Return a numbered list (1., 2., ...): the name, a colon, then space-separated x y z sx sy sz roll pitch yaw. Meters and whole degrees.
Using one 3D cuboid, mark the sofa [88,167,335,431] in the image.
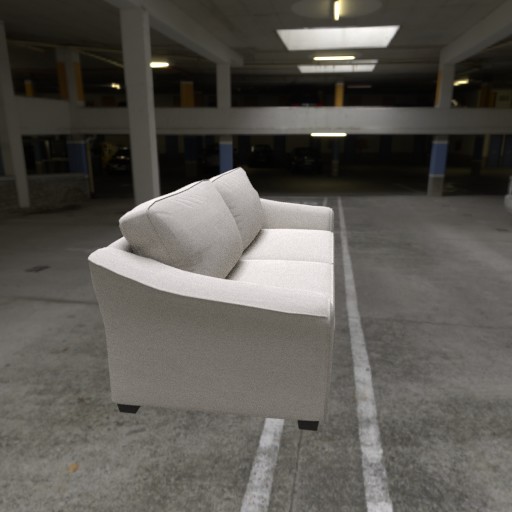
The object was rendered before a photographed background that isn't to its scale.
1. sofa: 0.000 0.000 2.775 0.980 0.965 2.270 3 16 9
